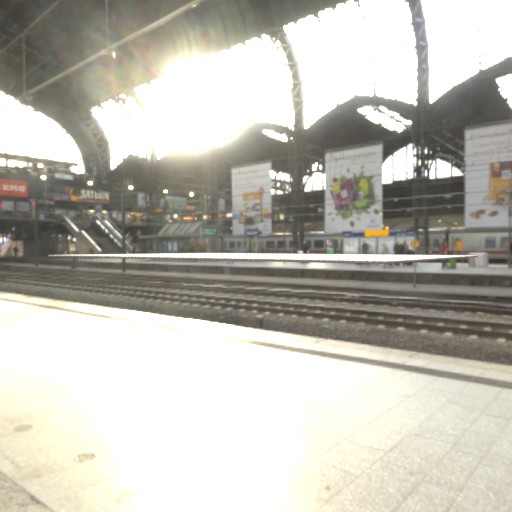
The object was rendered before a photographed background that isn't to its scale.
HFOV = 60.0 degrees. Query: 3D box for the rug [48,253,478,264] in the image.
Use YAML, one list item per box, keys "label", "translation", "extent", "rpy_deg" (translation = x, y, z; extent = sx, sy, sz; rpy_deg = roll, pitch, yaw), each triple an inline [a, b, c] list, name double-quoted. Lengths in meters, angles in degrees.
- label: "rug"
  translation: [0.000, 0.000, 2.194]
  extent: [1.783, 0.008, 1.175]
  rpy_deg: [1, 1, 37]
